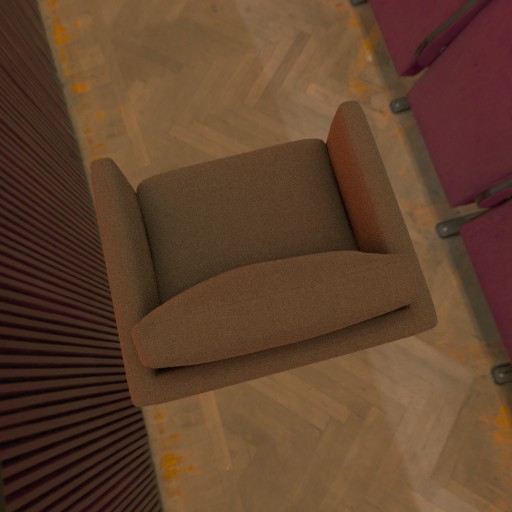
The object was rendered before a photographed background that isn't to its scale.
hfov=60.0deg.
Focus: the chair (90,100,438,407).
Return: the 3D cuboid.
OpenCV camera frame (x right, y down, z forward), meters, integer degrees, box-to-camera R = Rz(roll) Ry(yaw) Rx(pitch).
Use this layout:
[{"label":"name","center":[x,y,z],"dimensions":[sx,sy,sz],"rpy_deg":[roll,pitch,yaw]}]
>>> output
[{"label":"chair","center":[0.000,0.000,1.861],"dimensions":[1.107,0.963,0.959],"rpy_deg":[-14,76,-3]}]
